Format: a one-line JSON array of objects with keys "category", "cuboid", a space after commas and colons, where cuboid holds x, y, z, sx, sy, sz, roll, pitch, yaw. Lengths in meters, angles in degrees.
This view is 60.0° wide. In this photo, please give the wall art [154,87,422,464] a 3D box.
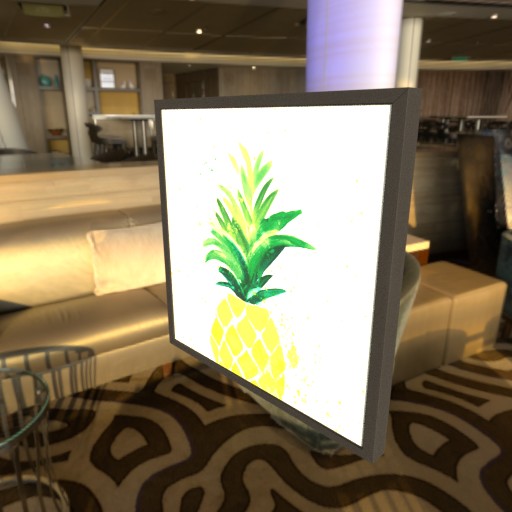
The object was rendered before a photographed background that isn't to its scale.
[{"category": "wall art", "cuboid": [0.000, 0.000, 0.744, 0.033, 0.507, 0.508, -17, 24, -42]}]
